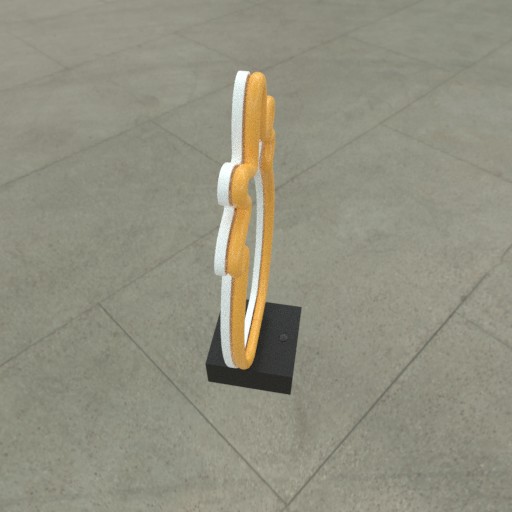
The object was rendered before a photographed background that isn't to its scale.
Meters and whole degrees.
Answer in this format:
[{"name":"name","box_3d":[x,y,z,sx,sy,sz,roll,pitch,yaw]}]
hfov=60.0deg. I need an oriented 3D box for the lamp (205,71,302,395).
[{"name":"lamp","box_3d":[0.000,0.000,0.382,0.088,0.317,0.167,7,47,7]}]
